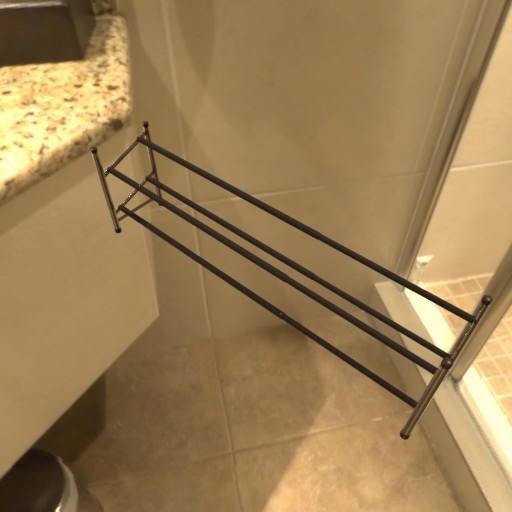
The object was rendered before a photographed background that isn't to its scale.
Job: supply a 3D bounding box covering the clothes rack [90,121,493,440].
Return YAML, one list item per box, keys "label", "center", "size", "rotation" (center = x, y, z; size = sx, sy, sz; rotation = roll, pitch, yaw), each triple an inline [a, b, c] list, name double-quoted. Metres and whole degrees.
- label: "clothes rack"
  center: [0.000, 0.000, 1.287]
  size: [1.168, 0.349, 0.229]
  rotation: [32, 54, 27]
